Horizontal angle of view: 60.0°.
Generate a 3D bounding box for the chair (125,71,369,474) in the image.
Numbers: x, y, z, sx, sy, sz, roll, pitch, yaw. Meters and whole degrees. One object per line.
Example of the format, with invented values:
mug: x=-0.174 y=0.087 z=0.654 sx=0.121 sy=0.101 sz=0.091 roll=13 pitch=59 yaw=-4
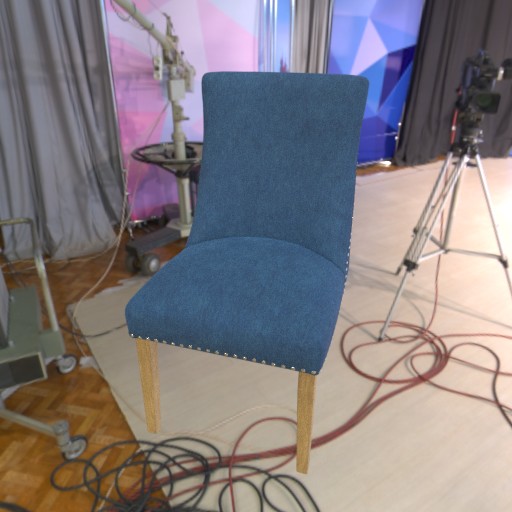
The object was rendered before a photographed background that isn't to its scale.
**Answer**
chair: x=0.000 y=0.000 z=1.224 sx=0.495 sy=0.902 sz=0.610 roll=8 pitch=28 yaw=15
